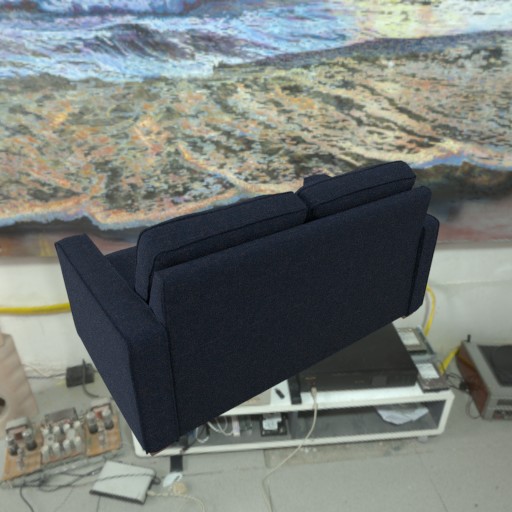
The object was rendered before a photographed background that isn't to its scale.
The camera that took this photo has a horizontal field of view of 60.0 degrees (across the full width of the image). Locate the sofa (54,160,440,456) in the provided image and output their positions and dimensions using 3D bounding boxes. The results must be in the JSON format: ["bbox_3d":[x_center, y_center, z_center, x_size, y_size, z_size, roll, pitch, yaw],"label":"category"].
[{"bbox_3d":[0.000,0.000,2.250,1.709,0.918,0.947,-19,34,-30],"label":"sofa"}]
